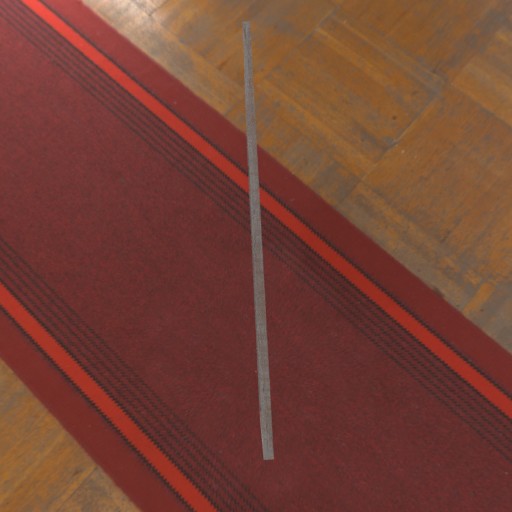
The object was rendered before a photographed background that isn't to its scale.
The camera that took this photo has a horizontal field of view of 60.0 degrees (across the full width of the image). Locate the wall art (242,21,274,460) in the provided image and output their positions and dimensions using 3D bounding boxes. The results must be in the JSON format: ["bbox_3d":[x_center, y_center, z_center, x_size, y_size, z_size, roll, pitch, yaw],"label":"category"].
[{"bbox_3d":[0.000,0.000,1.355,0.019,0.774,1.012,-3,75,-1],"label":"wall art"}]
